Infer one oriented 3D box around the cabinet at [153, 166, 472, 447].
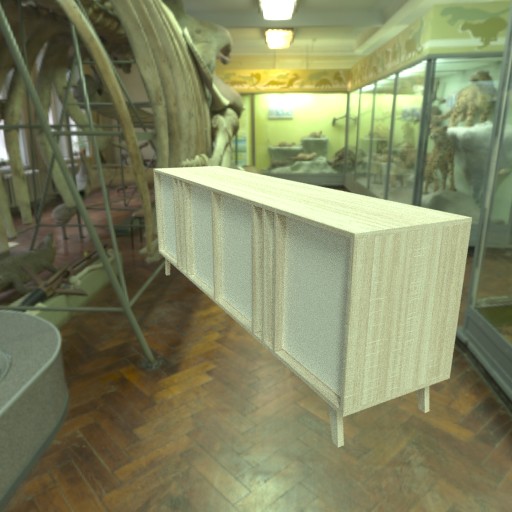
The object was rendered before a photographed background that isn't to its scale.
[{"bbox_3d":[0.000,0.000,2.428,0.500,0.780,2.200,-8,18,-26],"label":"cabinet"}]
